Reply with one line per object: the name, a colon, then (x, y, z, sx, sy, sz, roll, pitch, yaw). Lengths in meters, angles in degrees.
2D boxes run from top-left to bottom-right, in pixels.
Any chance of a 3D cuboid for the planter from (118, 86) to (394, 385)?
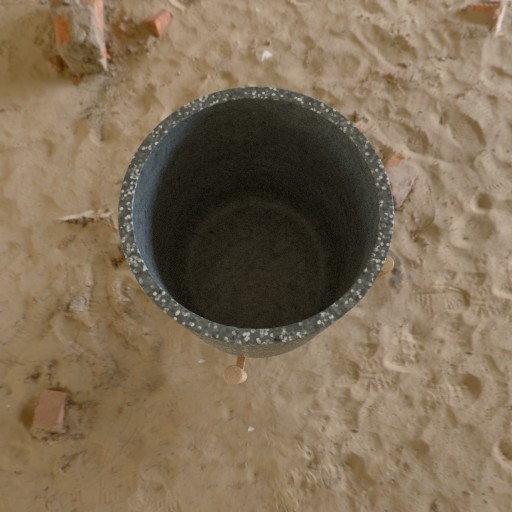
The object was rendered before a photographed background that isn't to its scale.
planter: (0.000, 0.000, 0.689, 0.360, 0.419, 0.360, 31, 77, 8)
